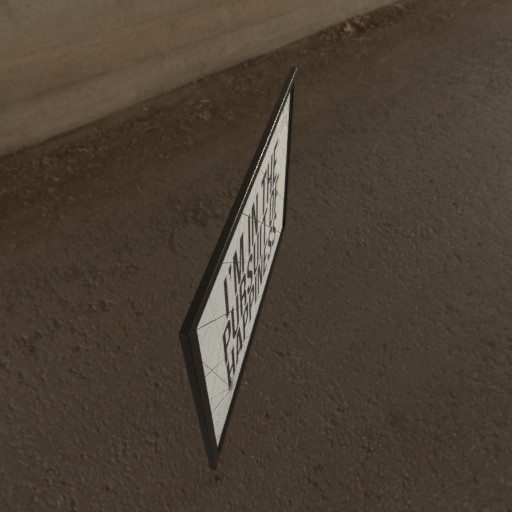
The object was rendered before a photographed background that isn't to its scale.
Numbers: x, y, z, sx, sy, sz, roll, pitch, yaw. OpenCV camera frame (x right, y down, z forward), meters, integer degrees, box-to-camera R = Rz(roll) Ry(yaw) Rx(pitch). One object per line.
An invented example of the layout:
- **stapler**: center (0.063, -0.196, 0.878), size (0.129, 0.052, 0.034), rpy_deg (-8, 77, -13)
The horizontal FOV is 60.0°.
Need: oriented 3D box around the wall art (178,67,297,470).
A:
- **wall art**: center (0.000, 0.000, 1.060), size (0.015, 0.552, 0.819), rpy_deg (10, 48, 9)
